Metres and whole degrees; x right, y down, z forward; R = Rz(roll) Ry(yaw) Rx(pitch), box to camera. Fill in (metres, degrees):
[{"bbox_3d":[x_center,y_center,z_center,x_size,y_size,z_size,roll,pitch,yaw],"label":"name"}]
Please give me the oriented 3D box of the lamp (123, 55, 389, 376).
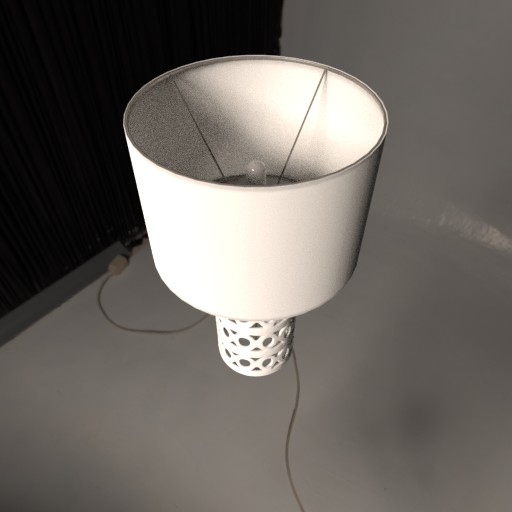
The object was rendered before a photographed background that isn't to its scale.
[{"bbox_3d":[0.000,0.000,0.702,0.310,0.502,0.310,0,46,0],"label":"lamp"}]
